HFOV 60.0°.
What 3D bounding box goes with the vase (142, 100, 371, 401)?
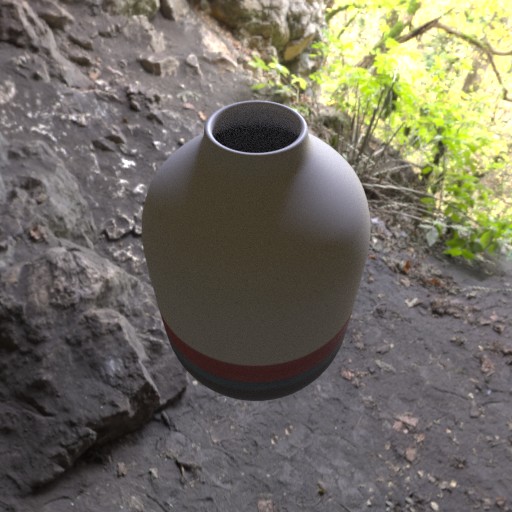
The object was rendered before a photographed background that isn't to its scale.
[{"bbox_3d":[0.000,0.000,0.359,0.169,0.237,0.169,0,48,0],"label":"vase"}]
